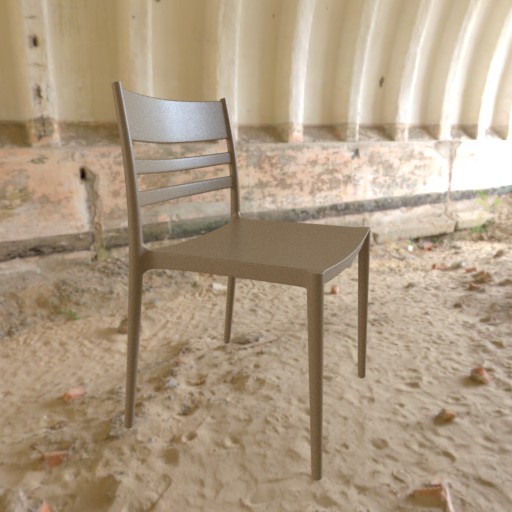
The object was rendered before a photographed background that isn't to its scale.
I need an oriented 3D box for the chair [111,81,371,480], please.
[{"bbox_3d":[0.000,0.000,1.122,0.511,0.800,0.531,7,17,24],"label":"chair"}]
